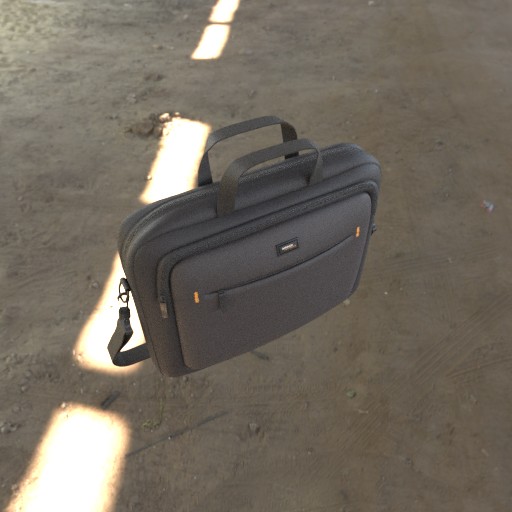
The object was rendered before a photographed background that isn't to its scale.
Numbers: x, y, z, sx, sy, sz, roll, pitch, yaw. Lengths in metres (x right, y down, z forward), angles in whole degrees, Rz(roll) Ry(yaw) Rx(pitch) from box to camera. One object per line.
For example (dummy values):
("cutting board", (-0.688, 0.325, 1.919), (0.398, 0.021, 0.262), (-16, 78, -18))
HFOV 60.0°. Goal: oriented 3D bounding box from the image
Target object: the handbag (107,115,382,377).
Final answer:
("handbag", (0.000, 0.000, 0.585), (0.429, 0.330, 0.126), (-22, 49, -20))
